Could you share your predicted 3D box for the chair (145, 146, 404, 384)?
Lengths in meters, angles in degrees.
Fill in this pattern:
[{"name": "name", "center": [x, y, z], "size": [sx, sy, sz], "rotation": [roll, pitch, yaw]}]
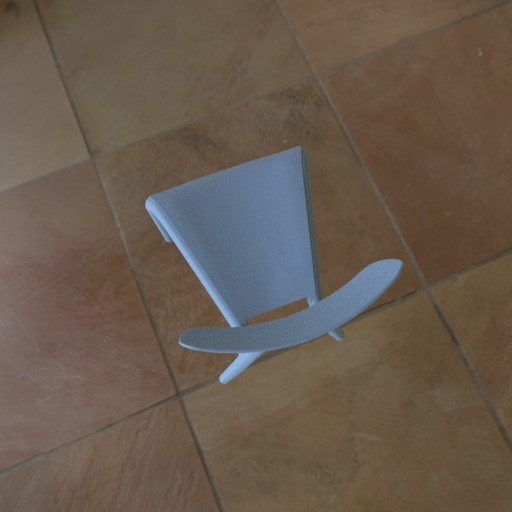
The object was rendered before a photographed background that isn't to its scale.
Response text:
[{"name": "chair", "center": [0.000, 0.000, 0.828], "size": [0.356, 0.580, 0.401], "rotation": [-19, 77, -5]}]
